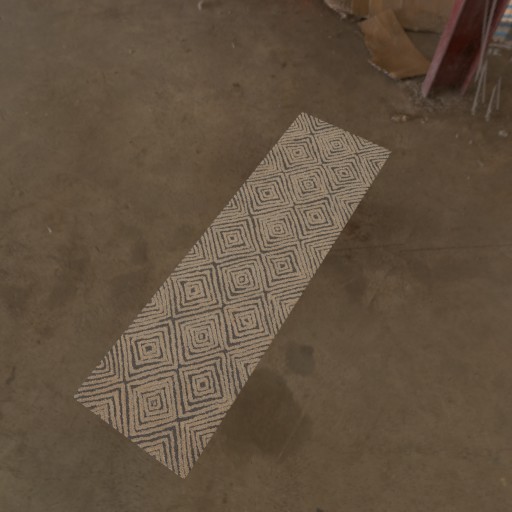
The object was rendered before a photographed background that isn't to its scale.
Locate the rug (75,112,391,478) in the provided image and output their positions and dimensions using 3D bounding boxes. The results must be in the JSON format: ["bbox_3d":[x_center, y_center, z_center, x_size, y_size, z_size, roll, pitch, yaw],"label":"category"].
[{"bbox_3d":[0.000,0.000,2.537,0.676,0.008,2.277,29,65,15],"label":"rug"}]
